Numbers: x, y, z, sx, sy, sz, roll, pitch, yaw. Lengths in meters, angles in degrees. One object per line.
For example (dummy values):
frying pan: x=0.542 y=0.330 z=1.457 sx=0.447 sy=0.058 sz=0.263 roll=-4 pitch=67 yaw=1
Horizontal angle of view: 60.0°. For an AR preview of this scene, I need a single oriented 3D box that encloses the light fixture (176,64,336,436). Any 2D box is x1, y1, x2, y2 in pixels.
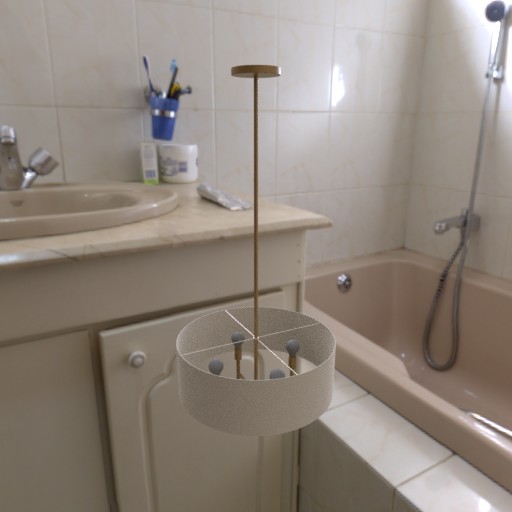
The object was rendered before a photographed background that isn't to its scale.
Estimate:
light fixture: x=0.000 y=0.000 z=1.356 sx=0.508 sy=1.067 sz=0.508 roll=0 pitch=16 yaw=0
